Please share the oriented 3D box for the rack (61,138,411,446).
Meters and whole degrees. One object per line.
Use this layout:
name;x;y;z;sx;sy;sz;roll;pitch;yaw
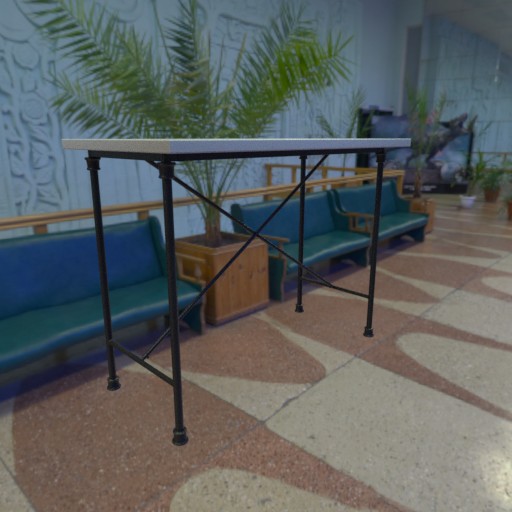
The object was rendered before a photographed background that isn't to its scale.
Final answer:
rack;0.000;0.000;1.723;1.159;0.880;0.613;-14;21;-43
